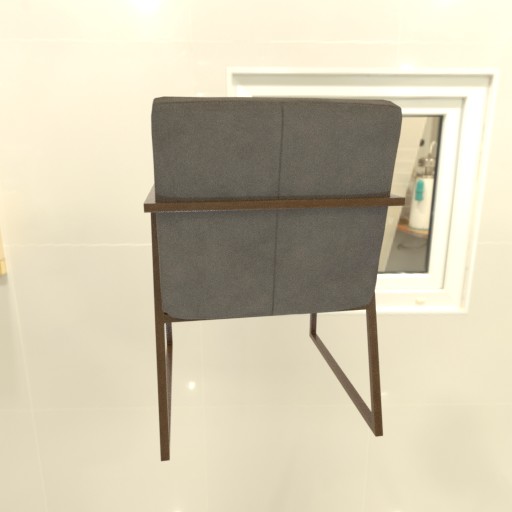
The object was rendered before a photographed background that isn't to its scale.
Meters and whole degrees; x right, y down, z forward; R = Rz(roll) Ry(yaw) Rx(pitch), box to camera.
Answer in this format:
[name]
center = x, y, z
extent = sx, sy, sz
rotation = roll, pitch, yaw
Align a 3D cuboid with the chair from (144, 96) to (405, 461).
[chair]
center = 0.000, 0.000, 1.314
extent = 0.578, 0.843, 0.682
rotation = -2, 15, -9
